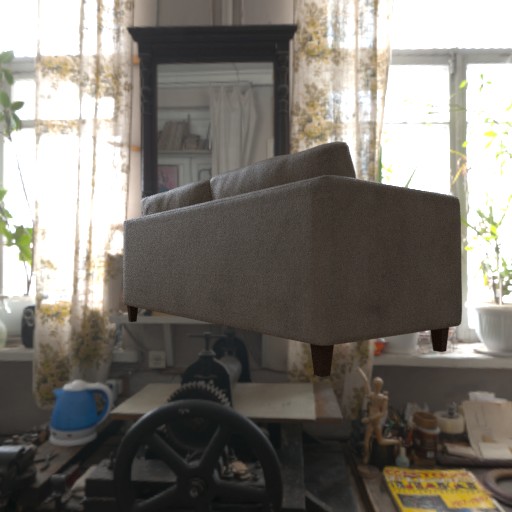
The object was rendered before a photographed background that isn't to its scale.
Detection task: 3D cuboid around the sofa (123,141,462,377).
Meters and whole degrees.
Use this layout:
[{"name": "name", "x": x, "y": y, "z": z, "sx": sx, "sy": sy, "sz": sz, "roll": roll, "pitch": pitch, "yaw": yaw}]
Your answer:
[{"name": "sofa", "x": 0.000, "y": 0.000, "z": 2.772, "sx": 0.951, "sy": 0.965, "sz": 2.208, "roll": 1, "pitch": -1, "yaw": -36}]
